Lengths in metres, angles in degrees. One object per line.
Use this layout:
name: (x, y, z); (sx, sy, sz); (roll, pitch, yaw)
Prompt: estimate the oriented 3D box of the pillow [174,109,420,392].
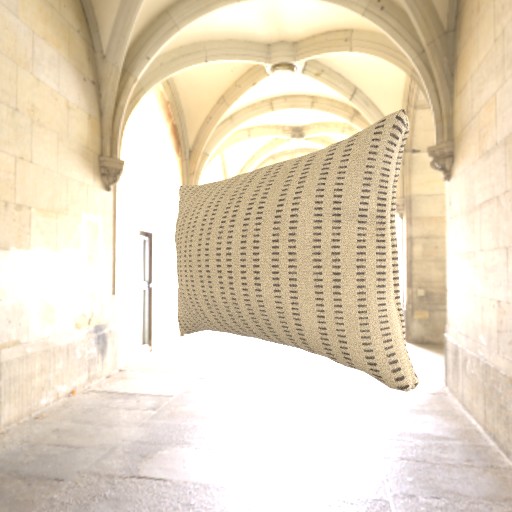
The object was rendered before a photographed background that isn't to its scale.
pillow: (0.000, 0.000, 0.799); (0.210, 0.353, 0.640); (1, -2, -36)
